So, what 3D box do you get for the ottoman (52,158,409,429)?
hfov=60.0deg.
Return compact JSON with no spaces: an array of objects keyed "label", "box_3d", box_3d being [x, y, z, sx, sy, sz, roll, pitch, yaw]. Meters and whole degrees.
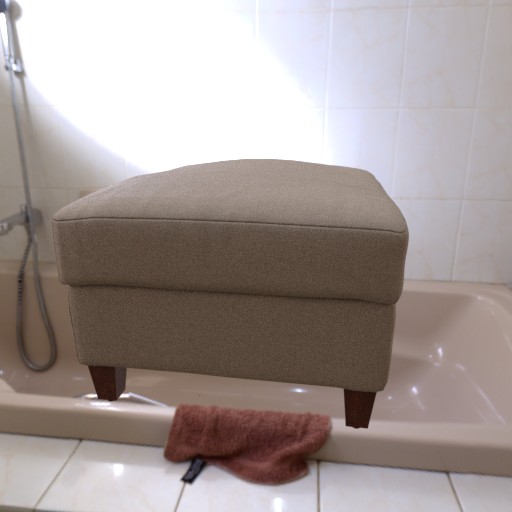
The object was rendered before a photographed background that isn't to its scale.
[{"label":"ottoman","box_3d":[0.000,0.000,1.267,0.692,0.511,0.902,3,17,9]}]
